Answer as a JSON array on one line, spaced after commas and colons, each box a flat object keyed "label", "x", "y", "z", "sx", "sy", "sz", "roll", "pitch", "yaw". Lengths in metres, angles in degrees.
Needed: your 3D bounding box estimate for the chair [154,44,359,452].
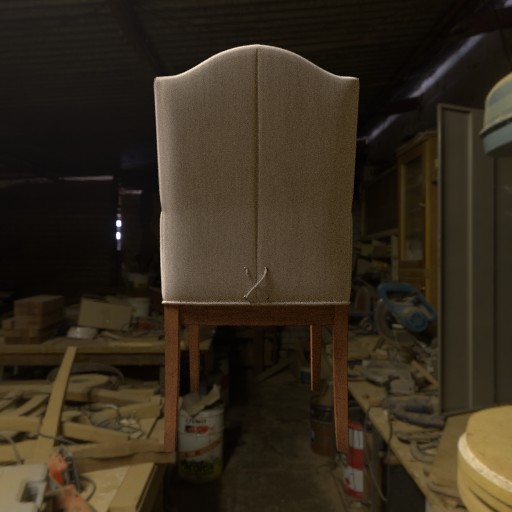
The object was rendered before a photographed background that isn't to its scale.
[{"label": "chair", "x": 0.000, "y": 0.000, "z": 1.365, "sx": 0.533, "sy": 1.016, "sz": 0.641, "roll": 0, "pitch": 0, "yaw": 0}]
